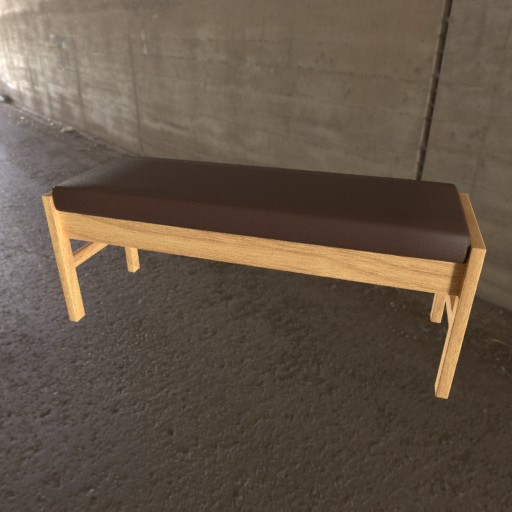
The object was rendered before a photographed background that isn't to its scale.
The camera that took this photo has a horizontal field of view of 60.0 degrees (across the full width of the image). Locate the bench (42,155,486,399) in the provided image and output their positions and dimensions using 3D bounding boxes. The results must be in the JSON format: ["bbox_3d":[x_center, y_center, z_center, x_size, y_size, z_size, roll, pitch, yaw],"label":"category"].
[{"bbox_3d":[0.000,0.000,1.408,1.200,0.480,0.405,8,28,16],"label":"bench"}]
